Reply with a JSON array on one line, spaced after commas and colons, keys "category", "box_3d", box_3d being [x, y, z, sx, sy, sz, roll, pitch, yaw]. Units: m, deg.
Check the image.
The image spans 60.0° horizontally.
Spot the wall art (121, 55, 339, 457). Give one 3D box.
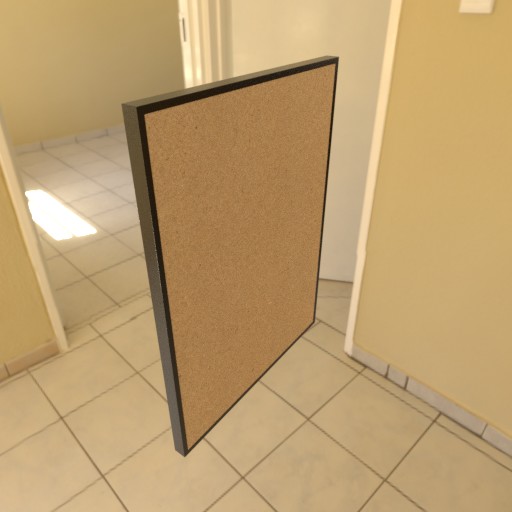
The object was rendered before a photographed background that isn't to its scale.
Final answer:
[{"category": "wall art", "box_3d": [0.000, 0.000, 1.362, 0.043, 1.046, 0.788, 21, 38, 30]}]
